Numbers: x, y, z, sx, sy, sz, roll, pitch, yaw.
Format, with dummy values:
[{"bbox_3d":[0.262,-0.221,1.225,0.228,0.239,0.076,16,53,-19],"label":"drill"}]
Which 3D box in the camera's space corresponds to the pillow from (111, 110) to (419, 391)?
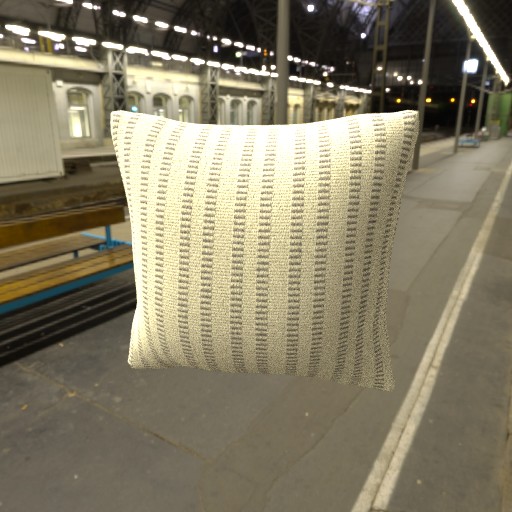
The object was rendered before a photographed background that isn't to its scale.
[{"bbox_3d":[0.000,0.000,0.669,0.438,0.419,0.247,3,17,9],"label":"pillow"}]
